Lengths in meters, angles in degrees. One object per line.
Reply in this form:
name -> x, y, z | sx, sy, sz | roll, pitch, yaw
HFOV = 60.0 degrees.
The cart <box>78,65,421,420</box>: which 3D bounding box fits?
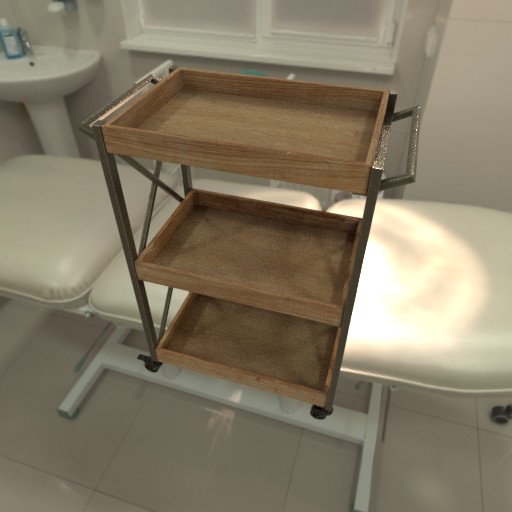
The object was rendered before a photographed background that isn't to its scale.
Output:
cart -> 0.000, 0.000, 1.206 | 0.673, 0.835, 0.377 | 12, 42, 13
